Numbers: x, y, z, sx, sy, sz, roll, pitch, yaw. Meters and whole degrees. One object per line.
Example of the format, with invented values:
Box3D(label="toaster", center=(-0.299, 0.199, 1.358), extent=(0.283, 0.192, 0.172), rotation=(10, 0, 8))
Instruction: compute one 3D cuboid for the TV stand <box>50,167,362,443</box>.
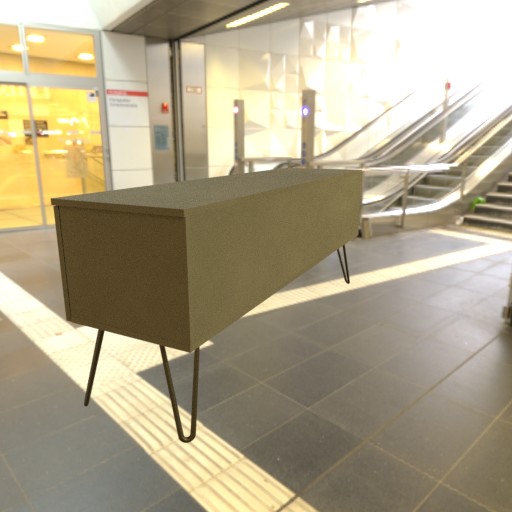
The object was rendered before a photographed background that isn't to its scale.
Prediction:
Box3D(label="TV stand", center=(0.000, 0.000, 1.637), extent=(0.400, 0.560, 1.400), rotation=(7, 16, 26))
